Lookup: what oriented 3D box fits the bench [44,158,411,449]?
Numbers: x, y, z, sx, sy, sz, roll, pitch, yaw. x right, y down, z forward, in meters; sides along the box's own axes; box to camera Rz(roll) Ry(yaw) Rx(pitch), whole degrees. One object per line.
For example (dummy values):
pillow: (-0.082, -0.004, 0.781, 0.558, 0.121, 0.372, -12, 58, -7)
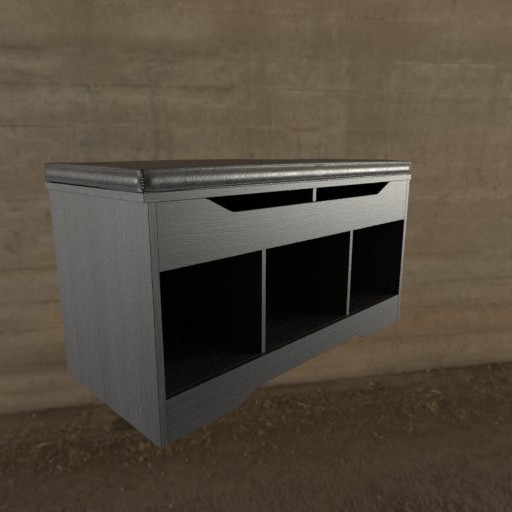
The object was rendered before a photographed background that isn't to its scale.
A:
bench: (0.000, 0.000, 1.183, 0.401, 0.501, 0.905, 13, 18, 43)
